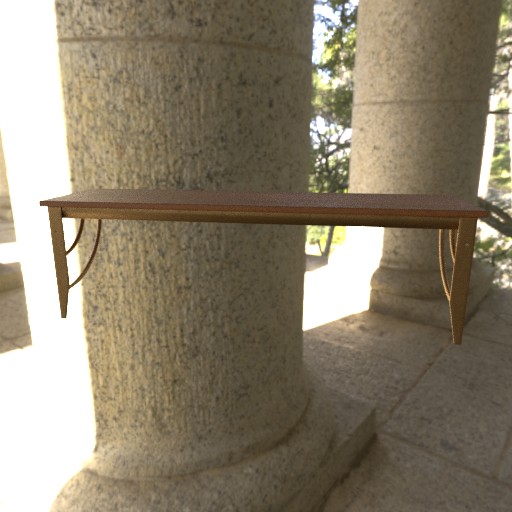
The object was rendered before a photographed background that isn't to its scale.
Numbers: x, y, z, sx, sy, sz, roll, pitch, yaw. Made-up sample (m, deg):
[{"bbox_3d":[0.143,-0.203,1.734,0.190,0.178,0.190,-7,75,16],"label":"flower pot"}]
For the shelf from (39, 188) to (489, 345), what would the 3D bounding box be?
[{"bbox_3d":[0.000,0.000,0.723,0.636,0.190,0.166,2,15,8],"label":"shelf"}]
